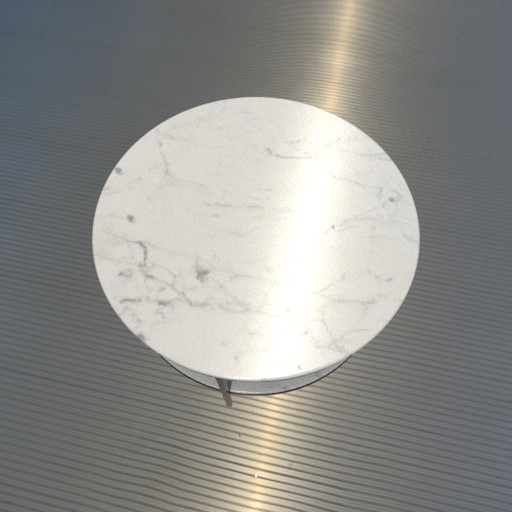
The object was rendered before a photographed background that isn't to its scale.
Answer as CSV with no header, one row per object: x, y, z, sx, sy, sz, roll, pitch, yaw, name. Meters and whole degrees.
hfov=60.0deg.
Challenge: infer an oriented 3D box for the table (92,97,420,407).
0.000,0.000,1.296,0.800,0.450,0.800,0,64,0,table
